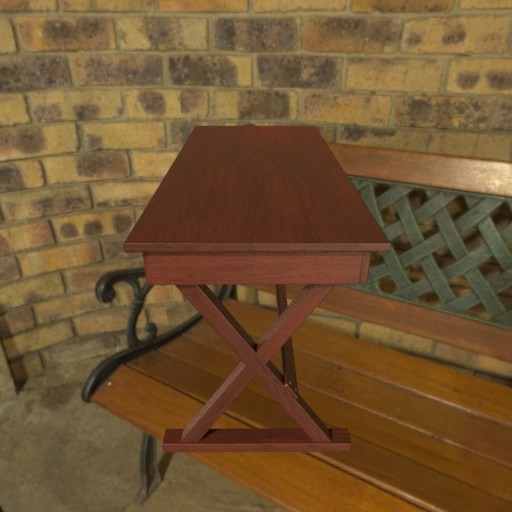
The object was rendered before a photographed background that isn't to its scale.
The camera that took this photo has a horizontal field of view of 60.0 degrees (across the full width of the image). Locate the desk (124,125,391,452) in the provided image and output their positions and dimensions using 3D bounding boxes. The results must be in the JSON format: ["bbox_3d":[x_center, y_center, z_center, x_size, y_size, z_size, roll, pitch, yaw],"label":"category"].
[{"bbox_3d":[0.000,0.000,1.770,0.600,0.761,1.372,0,27,0],"label":"desk"}]
